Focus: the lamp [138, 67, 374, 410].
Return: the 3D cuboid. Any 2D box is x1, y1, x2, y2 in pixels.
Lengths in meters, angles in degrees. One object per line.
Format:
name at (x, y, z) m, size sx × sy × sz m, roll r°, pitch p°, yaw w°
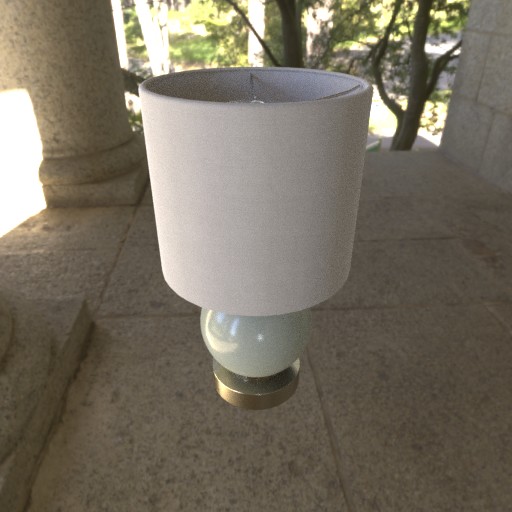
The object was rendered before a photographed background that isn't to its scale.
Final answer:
lamp at (0.000, 0.000, 0.476) m, size 0.201 × 0.353 × 0.201 m, roll -18°, pitch 35°, yaw -29°
